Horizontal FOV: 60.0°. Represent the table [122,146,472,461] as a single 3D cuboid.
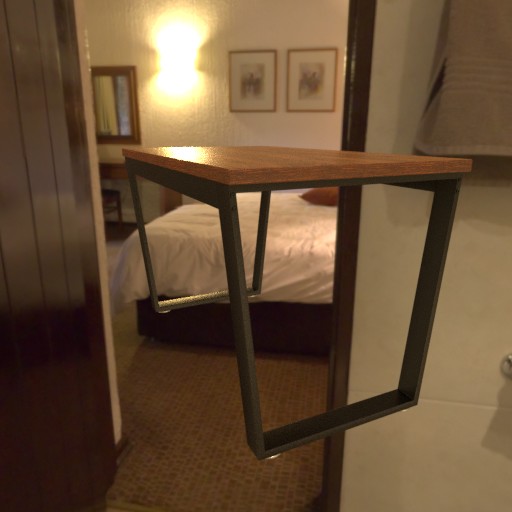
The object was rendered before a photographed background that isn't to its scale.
[{"bbox_3d":[0.000,0.000,1.669,0.714,0.760,1.205,-8,18,-25],"label":"table"}]
